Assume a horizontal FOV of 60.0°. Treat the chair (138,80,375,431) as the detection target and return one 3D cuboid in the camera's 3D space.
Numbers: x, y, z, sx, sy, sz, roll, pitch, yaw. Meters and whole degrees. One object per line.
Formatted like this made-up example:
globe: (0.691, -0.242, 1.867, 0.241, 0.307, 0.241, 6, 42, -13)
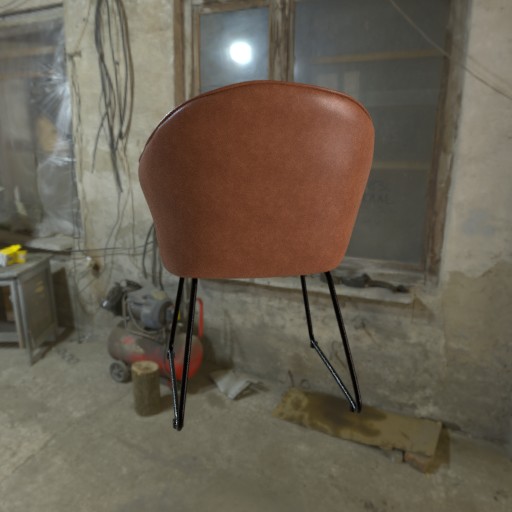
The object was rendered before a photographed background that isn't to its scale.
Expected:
chair: (0.000, 0.000, 1.157, 0.582, 0.785, 0.580, -2, 14, -10)
